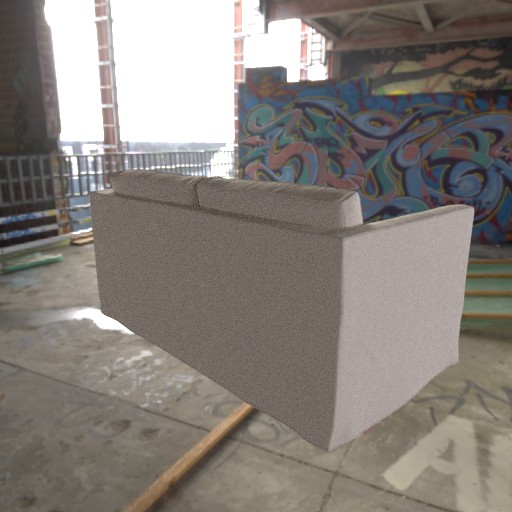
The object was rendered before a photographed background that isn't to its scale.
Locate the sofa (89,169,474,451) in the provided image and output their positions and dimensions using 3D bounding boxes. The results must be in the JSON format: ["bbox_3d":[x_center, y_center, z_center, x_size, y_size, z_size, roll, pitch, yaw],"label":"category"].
[{"bbox_3d":[0.000,0.000,2.228,0.962,0.834,1.746,-13,19,-42],"label":"sofa"}]
